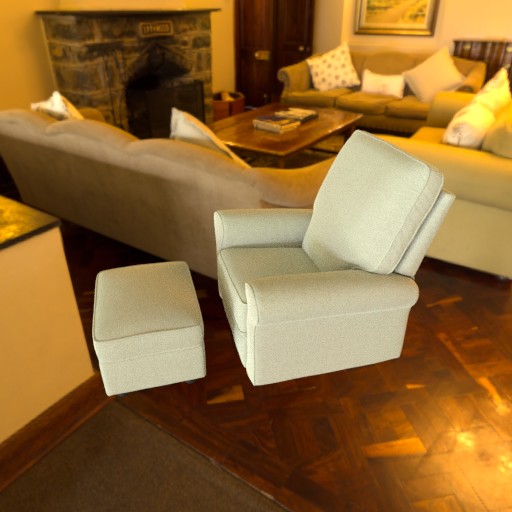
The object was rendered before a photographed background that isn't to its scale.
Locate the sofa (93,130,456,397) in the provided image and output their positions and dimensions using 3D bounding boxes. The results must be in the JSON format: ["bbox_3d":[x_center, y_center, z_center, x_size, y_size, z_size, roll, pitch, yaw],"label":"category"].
[{"bbox_3d":[0.000,0.000,2.049,1.478,0.959,0.880,-8,31,-13],"label":"sofa"}]
